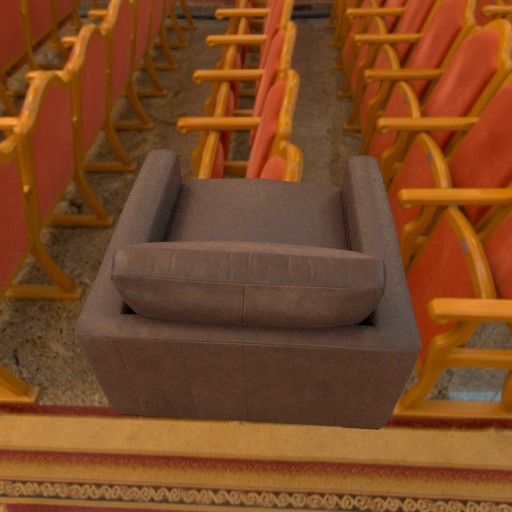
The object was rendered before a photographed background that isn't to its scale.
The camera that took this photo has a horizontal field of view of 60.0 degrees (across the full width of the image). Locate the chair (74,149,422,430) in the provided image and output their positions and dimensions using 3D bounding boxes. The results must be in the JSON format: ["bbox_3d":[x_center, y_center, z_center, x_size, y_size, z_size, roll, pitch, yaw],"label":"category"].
[{"bbox_3d":[0.000,0.000,1.800,1.100,0.812,1.069,2,45,2],"label":"chair"}]
